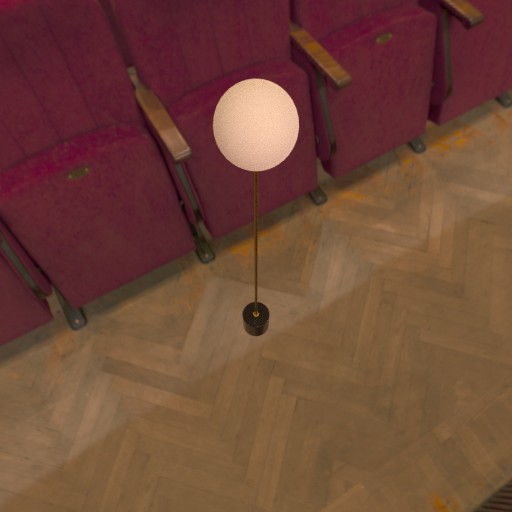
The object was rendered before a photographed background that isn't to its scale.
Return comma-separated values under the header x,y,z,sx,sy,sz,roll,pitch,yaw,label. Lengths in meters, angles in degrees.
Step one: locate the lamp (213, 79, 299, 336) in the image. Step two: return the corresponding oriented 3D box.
x,y,z,sx,sy,sz,roll,pitch,yaw,label
0.000,0.000,1.854,0.229,1.748,0.229,-27,66,-13,lamp
